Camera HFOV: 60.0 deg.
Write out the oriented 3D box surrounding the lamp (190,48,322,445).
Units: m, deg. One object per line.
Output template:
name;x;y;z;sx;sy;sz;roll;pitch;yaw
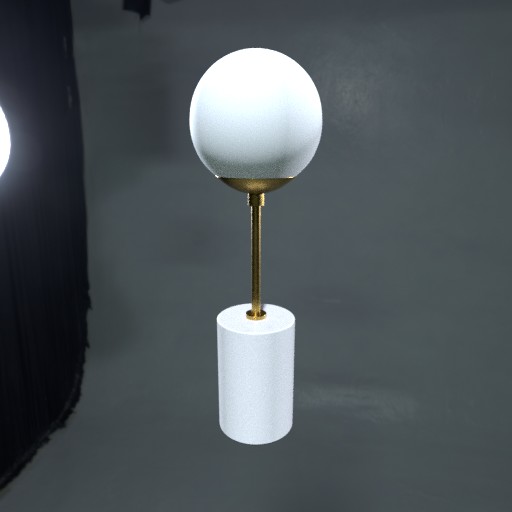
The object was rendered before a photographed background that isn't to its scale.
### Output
lamp;0.000;0.000;0.560;0.153;0.480;0.153;0;15;0
